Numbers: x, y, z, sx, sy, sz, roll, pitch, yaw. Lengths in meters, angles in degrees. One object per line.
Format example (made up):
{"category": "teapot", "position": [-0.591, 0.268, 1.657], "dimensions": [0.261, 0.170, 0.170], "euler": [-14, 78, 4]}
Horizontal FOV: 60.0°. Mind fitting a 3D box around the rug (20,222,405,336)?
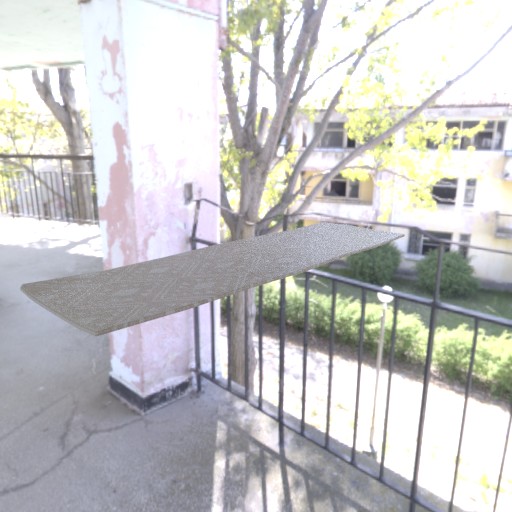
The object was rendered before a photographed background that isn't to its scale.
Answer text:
{"category": "rug", "position": [0.000, 0.000, 2.689], "dimensions": [0.752, 0.051, 2.452], "euler": [13, 20, 42]}
